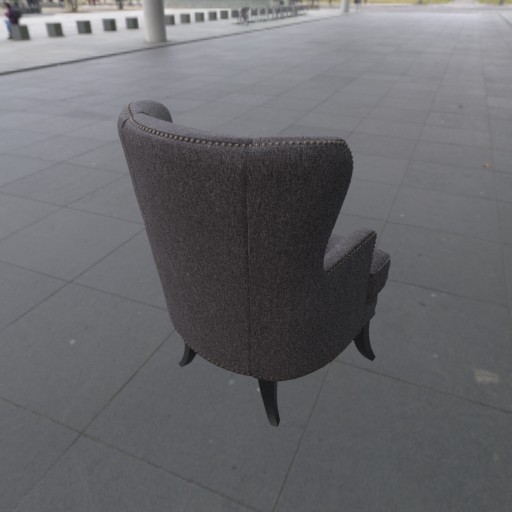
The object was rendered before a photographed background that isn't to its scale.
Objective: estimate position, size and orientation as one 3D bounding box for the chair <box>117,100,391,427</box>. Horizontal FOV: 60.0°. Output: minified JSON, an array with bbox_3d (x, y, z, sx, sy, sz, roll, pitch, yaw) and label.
[{"bbox_3d":[0.000,0.000,1.597,0.759,1.060,0.758,22,37,32],"label":"chair"}]
